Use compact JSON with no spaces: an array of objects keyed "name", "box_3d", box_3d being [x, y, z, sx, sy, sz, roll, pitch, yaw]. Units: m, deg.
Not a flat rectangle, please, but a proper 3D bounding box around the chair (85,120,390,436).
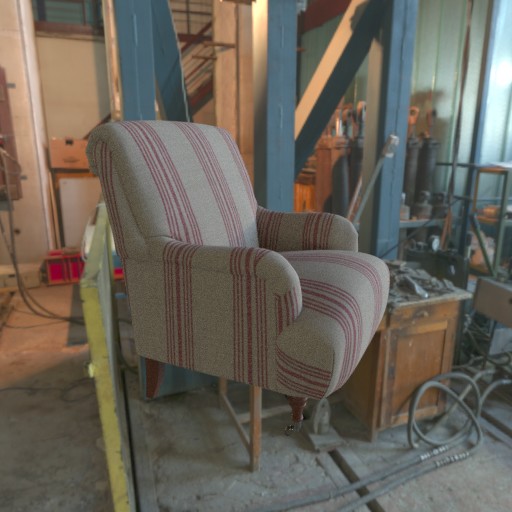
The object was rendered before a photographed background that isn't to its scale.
[{"name":"chair","box_3d":[0.000,0.000,1.906,1.058,1.123,0.933,7,16,25]}]
